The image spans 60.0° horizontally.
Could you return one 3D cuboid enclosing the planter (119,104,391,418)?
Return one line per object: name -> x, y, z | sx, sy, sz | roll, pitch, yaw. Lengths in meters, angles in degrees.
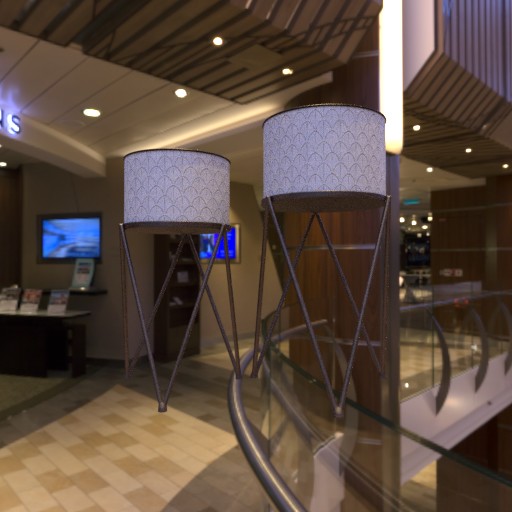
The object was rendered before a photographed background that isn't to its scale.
planter -> 0.000, 0.000, 1.178 | 0.769, 0.712, 0.413 | 0, -1, 0
